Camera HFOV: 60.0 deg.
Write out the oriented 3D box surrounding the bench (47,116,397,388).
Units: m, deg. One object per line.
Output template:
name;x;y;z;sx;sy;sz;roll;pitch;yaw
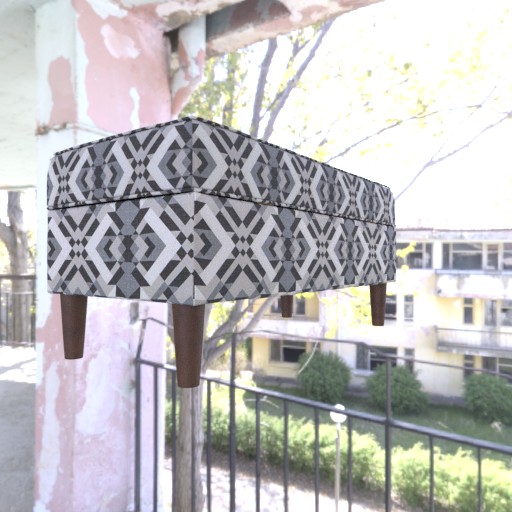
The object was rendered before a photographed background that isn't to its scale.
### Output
bench;0.000;0.000;1.285;0.492;0.477;1.016;0;-1;37
